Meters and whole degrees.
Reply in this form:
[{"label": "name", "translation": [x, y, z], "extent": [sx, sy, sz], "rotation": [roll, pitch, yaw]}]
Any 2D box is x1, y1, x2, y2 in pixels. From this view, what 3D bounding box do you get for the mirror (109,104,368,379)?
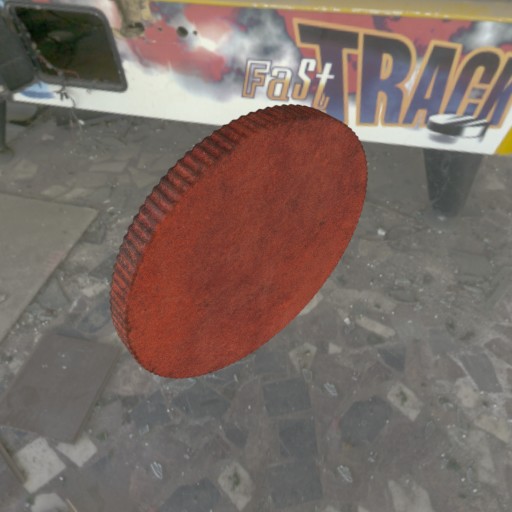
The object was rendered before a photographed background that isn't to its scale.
[{"label": "mirror", "translation": [0.000, 0.000, 0.902], "extent": [0.609, 0.609, 0.056], "rotation": [-31, 54, -26]}]
